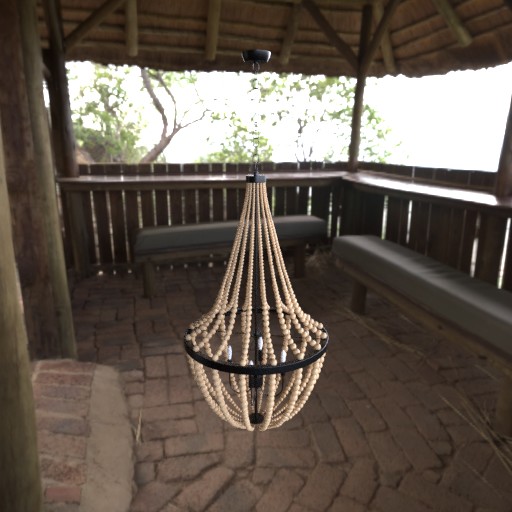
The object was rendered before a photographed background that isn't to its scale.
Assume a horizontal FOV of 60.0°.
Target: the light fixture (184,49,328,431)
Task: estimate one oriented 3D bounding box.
[{"bbox_3d":[0.000,0.000,1.336,0.450,1.133,0.450,0,14,0],"label":"light fixture"}]
